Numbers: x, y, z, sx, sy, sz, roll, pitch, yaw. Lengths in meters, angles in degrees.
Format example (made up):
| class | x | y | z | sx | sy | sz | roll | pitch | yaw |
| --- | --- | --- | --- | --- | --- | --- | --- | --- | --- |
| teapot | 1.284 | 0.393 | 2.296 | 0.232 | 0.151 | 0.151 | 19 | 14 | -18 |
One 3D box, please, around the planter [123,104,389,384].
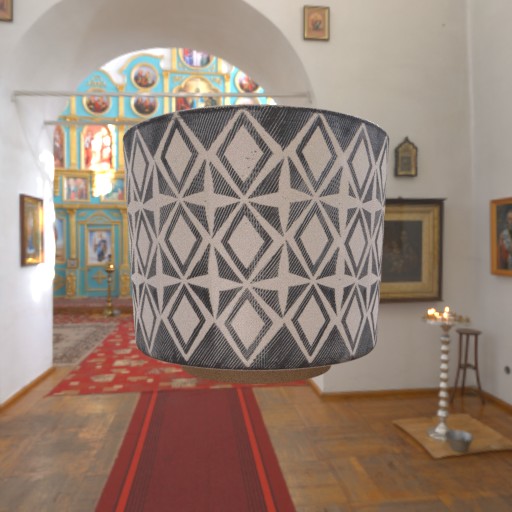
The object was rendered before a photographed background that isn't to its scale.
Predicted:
| class | x | y | z | sx | sy | sz | roll | pitch | yaw |
| --- | --- | --- | --- | --- | --- | --- | --- | --- | --- |
| planter | 0.000 | 0.000 | 0.451 | 0.260 | 0.220 | 0.260 | 0 | -1 | 0 |
